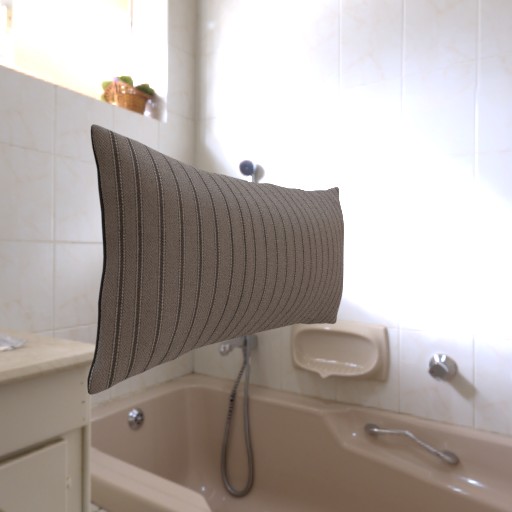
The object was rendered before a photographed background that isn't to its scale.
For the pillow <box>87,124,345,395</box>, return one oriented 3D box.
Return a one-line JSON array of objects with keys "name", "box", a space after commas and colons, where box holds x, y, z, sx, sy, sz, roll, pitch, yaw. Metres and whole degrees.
[{"name": "pillow", "box": [0.000, 0.000, 0.724, 0.151, 0.305, 0.609, 0, 0, 36]}]
